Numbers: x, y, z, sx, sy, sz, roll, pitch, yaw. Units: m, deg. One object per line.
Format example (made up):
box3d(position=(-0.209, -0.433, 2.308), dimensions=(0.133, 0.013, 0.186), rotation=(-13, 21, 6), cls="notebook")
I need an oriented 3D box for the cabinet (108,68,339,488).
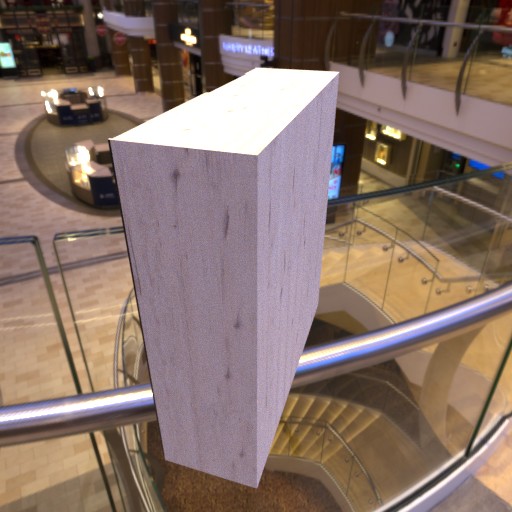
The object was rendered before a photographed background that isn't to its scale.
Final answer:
box3d(position=(0.000, 0.000, 3.149), dimensions=(0.660, 2.180, 2.000), rotation=(10, 33, 15), cls="cabinet")
